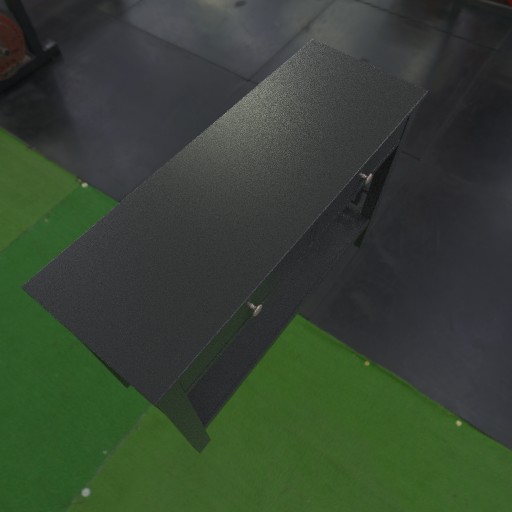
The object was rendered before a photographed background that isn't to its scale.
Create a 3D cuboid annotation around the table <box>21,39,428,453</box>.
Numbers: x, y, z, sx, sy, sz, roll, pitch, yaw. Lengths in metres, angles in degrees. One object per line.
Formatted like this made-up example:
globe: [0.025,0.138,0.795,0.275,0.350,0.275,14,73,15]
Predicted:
table: [0.000,0.000,1.388,0.397,0.753,1.068,34,65,18]
